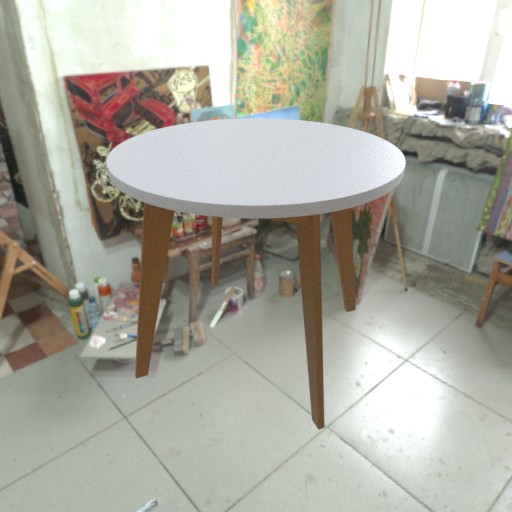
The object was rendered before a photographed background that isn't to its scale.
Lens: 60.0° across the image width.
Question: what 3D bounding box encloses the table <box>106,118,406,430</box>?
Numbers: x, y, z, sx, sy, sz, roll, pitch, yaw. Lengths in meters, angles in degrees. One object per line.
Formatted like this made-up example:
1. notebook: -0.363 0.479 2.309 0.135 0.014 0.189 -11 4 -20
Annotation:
1. table: 0.000 0.000 1.569 0.896 0.762 0.896 0 29 0
